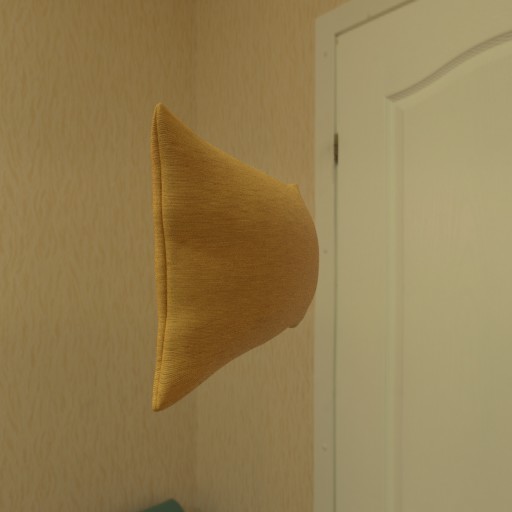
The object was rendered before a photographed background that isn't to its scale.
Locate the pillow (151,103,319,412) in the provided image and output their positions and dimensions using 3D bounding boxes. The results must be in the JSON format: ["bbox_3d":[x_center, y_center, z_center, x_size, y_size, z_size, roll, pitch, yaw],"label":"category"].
[{"bbox_3d":[0.000,0.000,0.797,0.210,0.354,0.634,0,1,19],"label":"pillow"}]
